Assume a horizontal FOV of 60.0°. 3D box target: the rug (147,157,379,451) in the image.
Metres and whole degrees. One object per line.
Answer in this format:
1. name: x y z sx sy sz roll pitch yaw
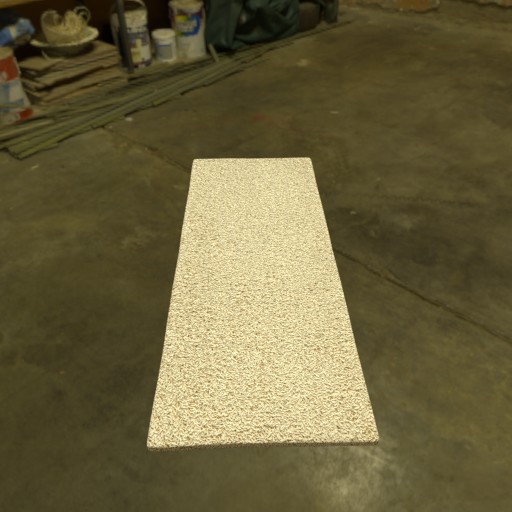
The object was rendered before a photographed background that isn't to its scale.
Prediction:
1. rug: 0.000 0.000 1.729 0.609 0.030 1.524 -1 41 -1
